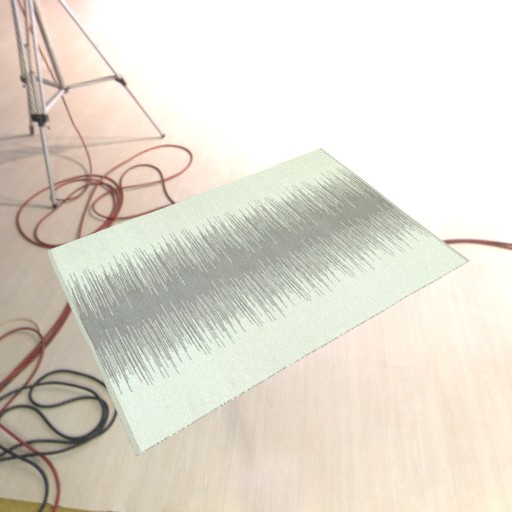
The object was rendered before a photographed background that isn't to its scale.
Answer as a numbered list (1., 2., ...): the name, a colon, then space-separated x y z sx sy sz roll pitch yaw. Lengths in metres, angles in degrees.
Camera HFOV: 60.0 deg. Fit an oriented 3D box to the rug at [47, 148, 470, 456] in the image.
1. rug: 0.000 0.000 2.283 1.815 0.007 1.226 -25 51 -22
